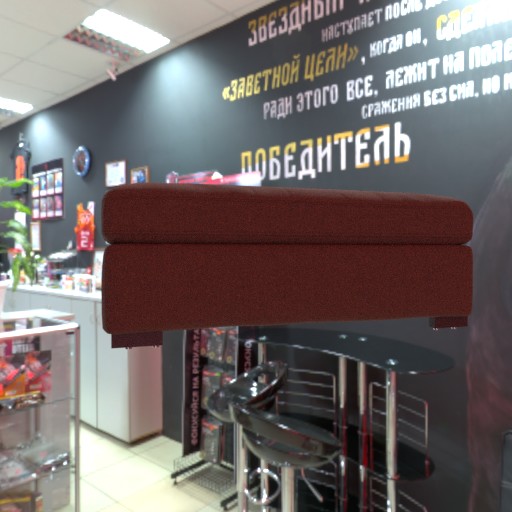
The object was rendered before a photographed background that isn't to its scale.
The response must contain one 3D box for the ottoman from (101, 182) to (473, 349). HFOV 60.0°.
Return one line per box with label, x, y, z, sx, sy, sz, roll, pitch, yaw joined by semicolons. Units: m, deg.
ottoman;0.000;0.000;1.841;1.181;0.470;1.181;0;1;-17
